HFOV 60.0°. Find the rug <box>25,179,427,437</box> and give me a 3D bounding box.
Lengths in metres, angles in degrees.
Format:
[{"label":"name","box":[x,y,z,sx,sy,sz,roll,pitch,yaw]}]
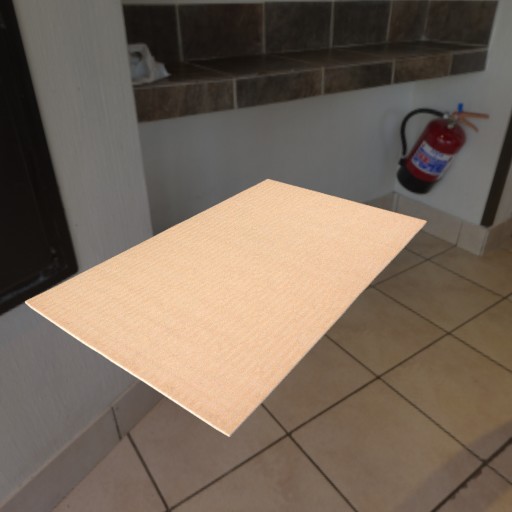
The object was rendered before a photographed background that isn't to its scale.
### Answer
[{"label":"rug","box":[0.000,0.000,3.001,1.531,0.014,2.441,21,36,31]}]
